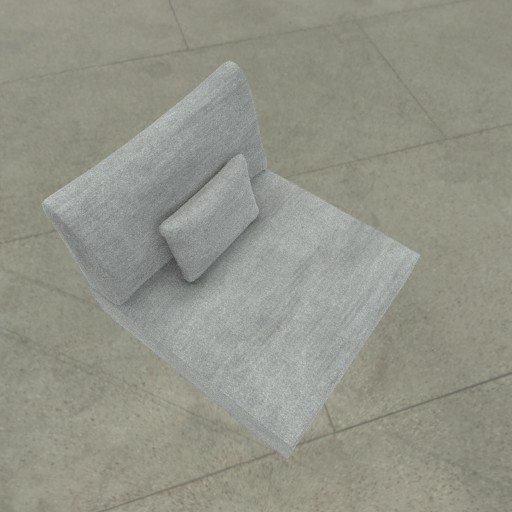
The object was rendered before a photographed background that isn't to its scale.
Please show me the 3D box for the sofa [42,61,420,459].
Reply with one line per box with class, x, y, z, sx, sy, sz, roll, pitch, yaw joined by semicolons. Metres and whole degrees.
sofa;0.000;0.000;1.700;1.000;0.820;0.930;33;63;19
